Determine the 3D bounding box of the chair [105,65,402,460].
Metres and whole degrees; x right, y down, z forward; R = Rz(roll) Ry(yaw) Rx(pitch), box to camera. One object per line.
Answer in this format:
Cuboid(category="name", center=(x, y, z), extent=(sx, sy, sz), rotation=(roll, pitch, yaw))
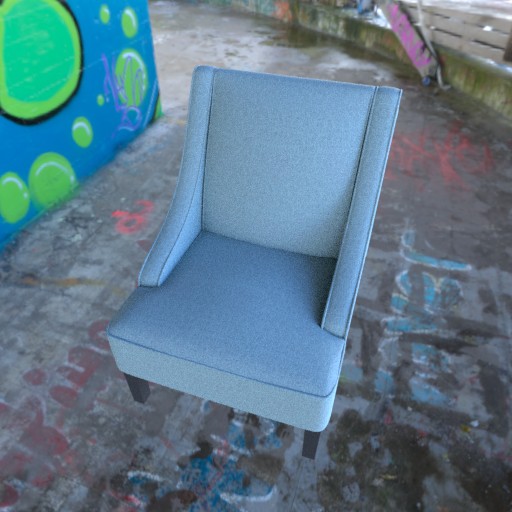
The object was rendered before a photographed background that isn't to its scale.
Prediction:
Cuboid(category="chair", center=(0.000, 0.000, 1.812), extent=(0.857, 1.133, 1.025), rotation=(13, 43, 14))
